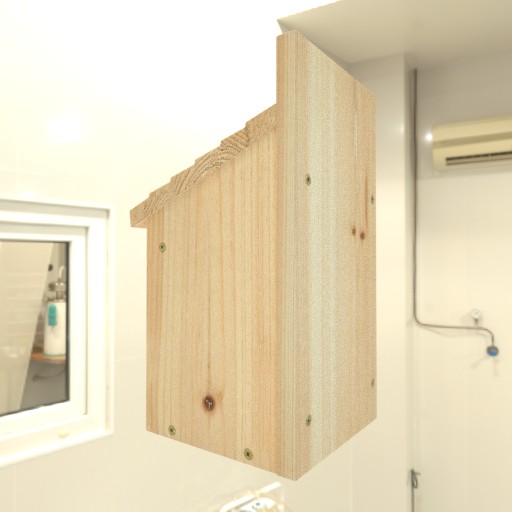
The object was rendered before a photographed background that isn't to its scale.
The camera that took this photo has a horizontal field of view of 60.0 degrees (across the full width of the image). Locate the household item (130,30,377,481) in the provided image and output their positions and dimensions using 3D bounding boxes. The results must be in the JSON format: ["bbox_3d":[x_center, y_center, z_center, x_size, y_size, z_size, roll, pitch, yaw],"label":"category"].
[{"bbox_3d":[0.000,0.000,0.402,0.171,0.300,0.149,-1,-1,36],"label":"household item"}]
